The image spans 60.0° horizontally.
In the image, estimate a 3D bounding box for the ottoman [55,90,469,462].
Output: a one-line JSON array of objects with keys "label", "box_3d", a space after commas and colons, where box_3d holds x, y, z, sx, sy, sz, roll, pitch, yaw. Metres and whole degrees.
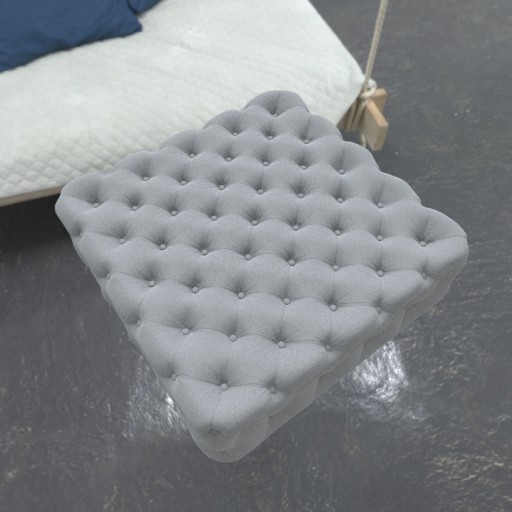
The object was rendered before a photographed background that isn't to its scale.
[{"label": "ottoman", "box_3d": [0.000, 0.000, 1.182, 0.764, 0.365, 0.758, -32, 62, -19]}]
